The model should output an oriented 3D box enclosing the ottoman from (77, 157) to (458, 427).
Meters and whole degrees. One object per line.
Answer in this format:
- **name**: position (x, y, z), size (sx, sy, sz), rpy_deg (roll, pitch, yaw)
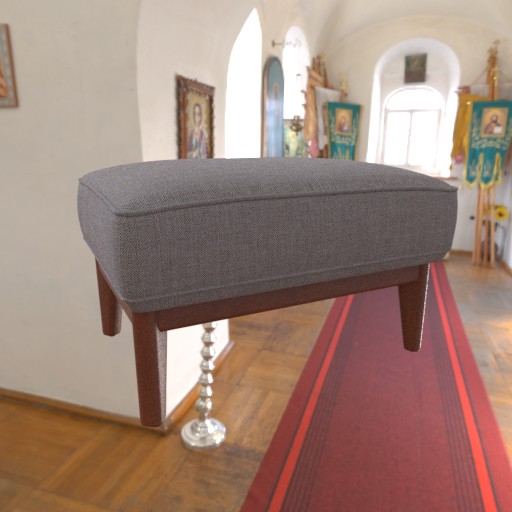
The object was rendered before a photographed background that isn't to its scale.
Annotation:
- **ottoman**: position (0.000, 0.000, 1.074), size (0.750, 0.458, 0.555), rpy_deg (-7, 17, -26)
